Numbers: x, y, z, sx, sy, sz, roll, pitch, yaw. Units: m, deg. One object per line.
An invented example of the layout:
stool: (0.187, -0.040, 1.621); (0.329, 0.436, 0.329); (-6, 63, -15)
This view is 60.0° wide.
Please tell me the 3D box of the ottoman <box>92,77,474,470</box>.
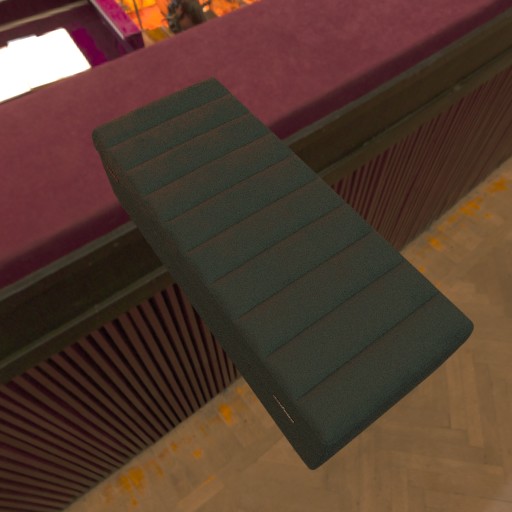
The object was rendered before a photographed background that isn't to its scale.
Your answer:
ottoman: (0.000, 0.000, 1.383); (0.482, 0.469, 1.151); (-31, 63, -18)
